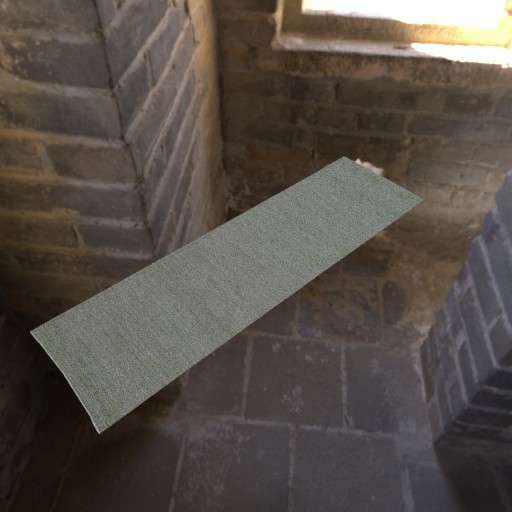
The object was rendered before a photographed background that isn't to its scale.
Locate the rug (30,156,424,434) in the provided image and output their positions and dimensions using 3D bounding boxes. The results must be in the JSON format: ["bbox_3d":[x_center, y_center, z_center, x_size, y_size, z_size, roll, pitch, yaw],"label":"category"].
[{"bbox_3d":[0.000,0.000,2.527,2.340,0.013,0.686,-32,53,-28],"label":"rug"}]
